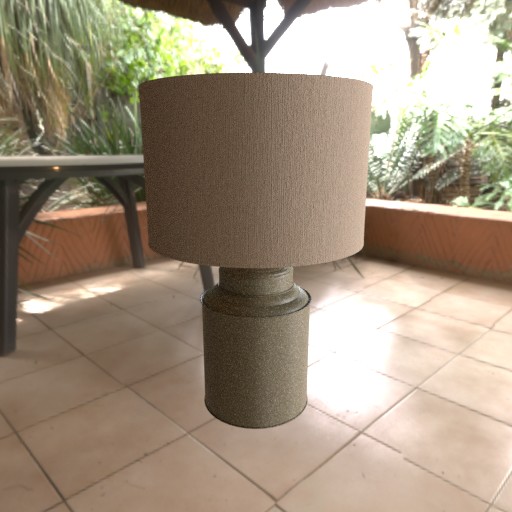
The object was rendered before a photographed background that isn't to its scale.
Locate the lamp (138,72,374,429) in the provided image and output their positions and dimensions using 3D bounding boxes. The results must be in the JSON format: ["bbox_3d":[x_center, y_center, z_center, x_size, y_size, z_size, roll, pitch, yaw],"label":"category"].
[{"bbox_3d":[0.000,0.000,0.679,0.318,0.486,0.318,0,15,0],"label":"lamp"}]
